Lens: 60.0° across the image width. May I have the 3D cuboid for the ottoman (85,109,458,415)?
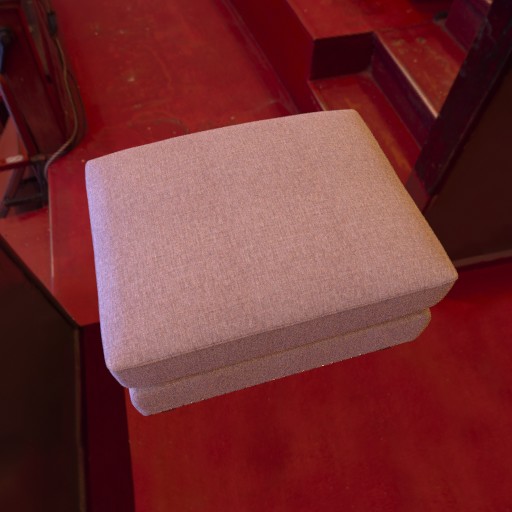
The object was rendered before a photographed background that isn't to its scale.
[{"bbox_3d":[0.000,0.000,1.164,0.741,0.513,0.584,-13,58,-9],"label":"ottoman"}]
